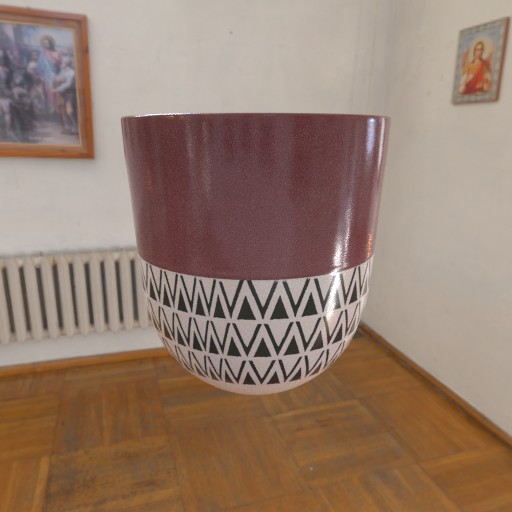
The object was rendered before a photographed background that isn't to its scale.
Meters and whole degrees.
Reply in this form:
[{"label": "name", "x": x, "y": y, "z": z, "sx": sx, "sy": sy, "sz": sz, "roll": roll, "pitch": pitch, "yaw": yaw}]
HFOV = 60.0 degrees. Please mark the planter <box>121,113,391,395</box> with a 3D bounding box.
[{"label": "planter", "x": 0.000, "y": 0.000, "z": 0.361, "sx": 0.195, "sy": 0.214, "sz": 0.195, "roll": 0, "pitch": 16, "yaw": 0}]
